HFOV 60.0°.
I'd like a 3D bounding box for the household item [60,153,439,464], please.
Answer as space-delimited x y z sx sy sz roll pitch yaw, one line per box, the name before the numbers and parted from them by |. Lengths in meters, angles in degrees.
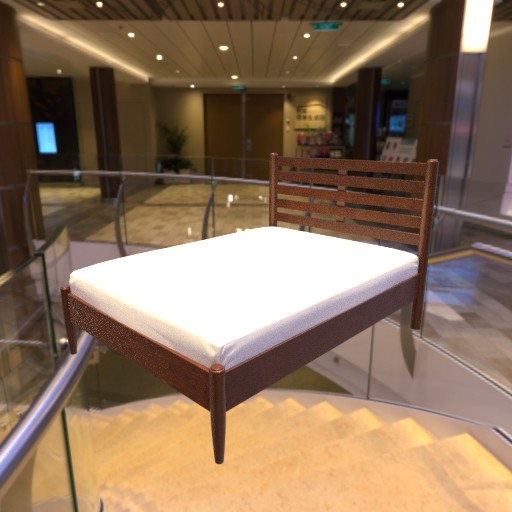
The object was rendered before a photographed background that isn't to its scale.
household item | 0.000 0.000 3.250 1.663 1.356 2.232 14 21 42
